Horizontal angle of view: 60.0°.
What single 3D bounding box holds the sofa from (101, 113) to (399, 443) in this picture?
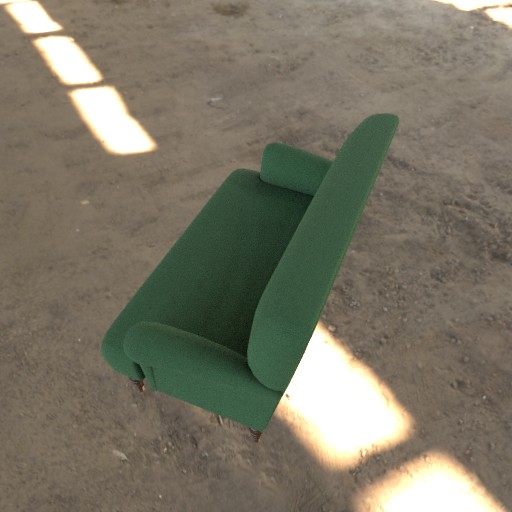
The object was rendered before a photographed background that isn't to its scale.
[{"bbox_3d":[0.000,0.000,1.844,0.779,0.889,1.297,18,49,16],"label":"sofa"}]
